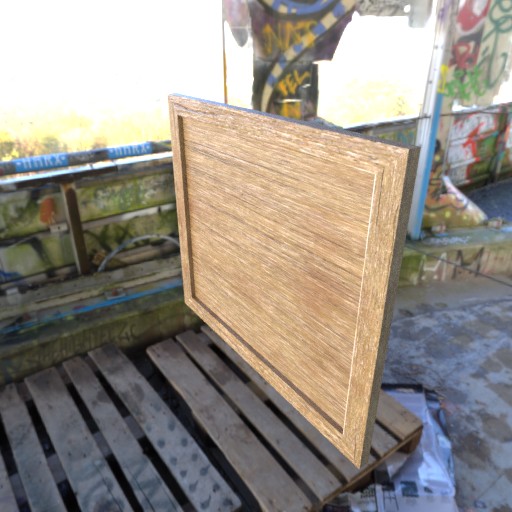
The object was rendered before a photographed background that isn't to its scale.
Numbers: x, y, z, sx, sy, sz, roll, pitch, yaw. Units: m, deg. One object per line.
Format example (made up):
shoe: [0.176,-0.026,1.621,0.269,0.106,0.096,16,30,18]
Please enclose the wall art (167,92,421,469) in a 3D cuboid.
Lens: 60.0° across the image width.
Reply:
wall art: [0.000,0.000,0.940,0.026,0.588,0.690,-18,32,-31]
